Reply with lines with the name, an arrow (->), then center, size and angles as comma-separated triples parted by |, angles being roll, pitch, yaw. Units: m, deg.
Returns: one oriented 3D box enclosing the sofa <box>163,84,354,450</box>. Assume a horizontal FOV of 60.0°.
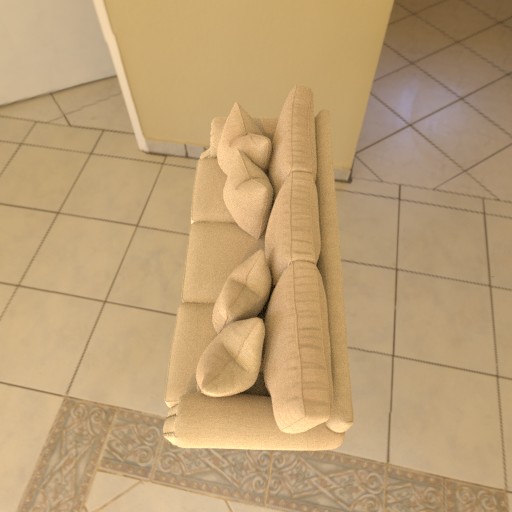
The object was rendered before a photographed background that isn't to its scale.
sofa -> 0.000, 0.000, 2.827 | 0.965, 0.975, 2.312 | 2, 58, 1
